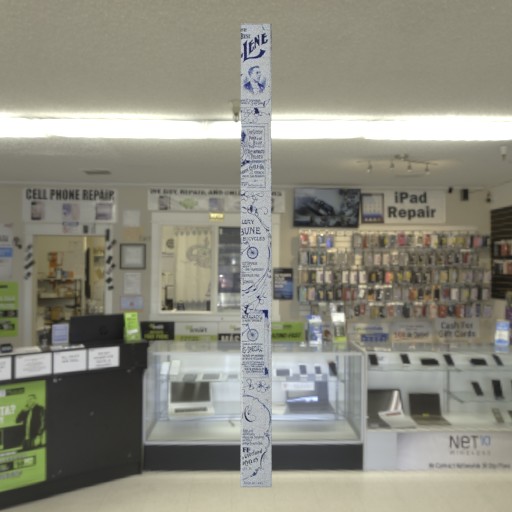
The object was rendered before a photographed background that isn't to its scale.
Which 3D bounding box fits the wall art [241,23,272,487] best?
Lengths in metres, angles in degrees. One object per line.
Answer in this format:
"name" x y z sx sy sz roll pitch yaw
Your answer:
"wall art" 0.000 0.000 0.777 0.040 0.601 0.408 0 -1 0
